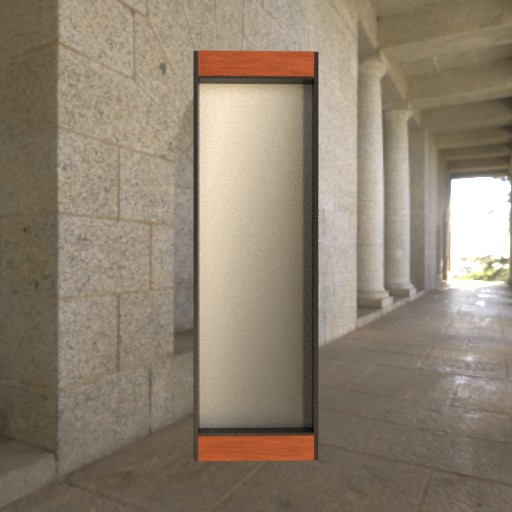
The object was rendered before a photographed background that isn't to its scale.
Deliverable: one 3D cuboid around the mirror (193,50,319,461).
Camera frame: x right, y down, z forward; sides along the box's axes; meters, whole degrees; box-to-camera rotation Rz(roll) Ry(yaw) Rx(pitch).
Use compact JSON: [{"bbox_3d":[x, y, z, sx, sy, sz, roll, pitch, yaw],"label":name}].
[{"bbox_3d":[0.000,0.000,1.236,0.343,1.123,0.047,0,0,-1],"label":"mirror"}]
